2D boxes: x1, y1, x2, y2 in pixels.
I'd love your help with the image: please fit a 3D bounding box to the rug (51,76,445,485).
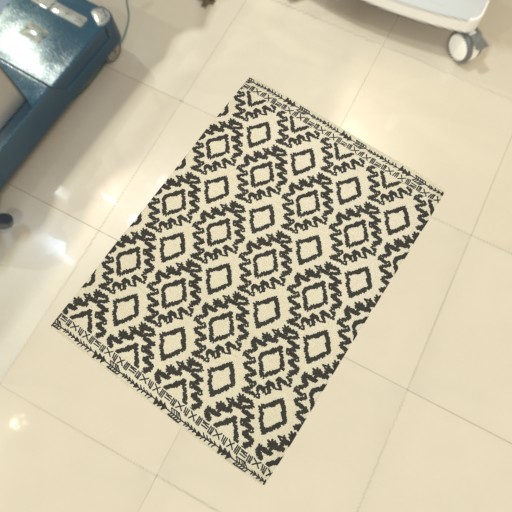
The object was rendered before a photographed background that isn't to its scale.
[{"bbox_3d":[0.000,0.000,4.348,2.444,0.036,3.369,33,77,8],"label":"rug"}]
